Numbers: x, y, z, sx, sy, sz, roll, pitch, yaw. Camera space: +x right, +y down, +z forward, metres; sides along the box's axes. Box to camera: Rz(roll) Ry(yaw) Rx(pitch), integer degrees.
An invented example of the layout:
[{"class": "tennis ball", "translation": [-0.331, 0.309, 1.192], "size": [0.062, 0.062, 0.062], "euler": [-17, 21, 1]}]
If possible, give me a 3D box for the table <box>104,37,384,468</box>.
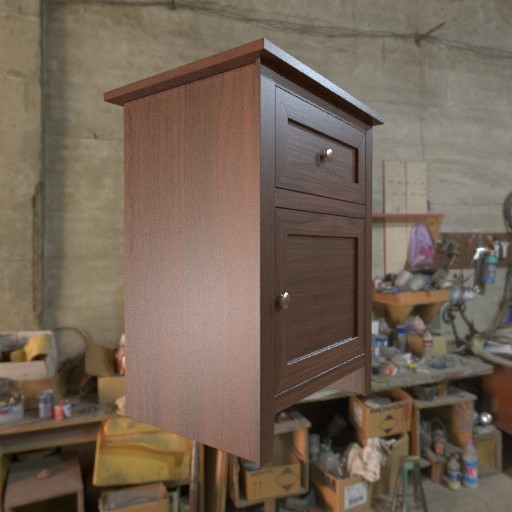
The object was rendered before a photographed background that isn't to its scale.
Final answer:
[{"class": "table", "translation": [0.000, 0.000, 0.945], "size": [0.381, 0.636, 0.480], "euler": [1, 1, 36]}]
